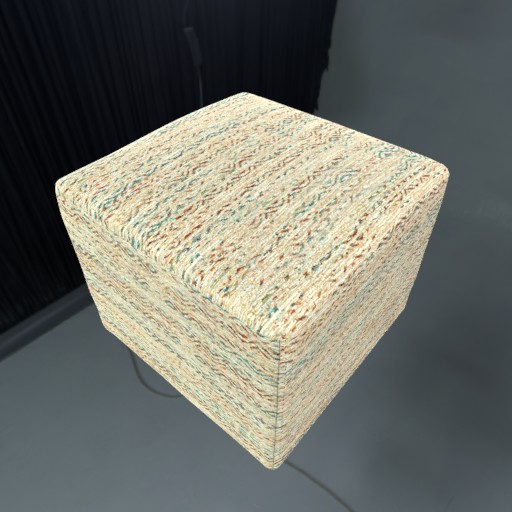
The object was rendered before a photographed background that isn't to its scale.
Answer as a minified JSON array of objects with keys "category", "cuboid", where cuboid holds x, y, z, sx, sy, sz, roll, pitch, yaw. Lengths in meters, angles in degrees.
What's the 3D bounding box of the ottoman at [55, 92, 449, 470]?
[{"category":"ottoman","cuboid":[0.000,0.000,0.910,0.521,0.453,0.512,30,51,28]}]
